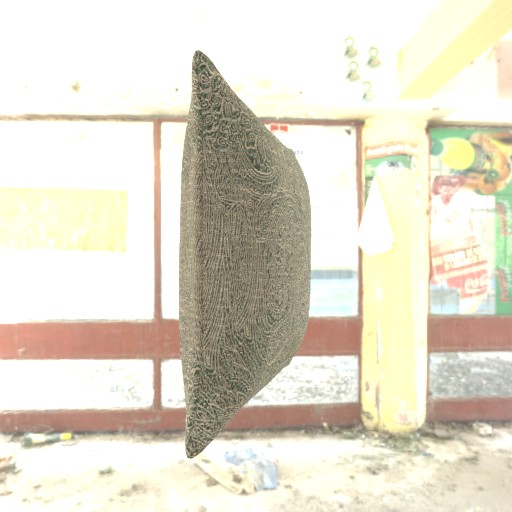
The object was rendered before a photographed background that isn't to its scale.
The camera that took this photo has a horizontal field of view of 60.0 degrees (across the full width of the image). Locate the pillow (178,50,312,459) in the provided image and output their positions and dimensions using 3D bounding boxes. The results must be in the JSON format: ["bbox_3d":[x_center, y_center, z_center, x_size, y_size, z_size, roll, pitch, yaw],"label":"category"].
[{"bbox_3d":[0.000,0.000,0.796,0.166,0.507,0.526,0,-1,17],"label":"pillow"}]
